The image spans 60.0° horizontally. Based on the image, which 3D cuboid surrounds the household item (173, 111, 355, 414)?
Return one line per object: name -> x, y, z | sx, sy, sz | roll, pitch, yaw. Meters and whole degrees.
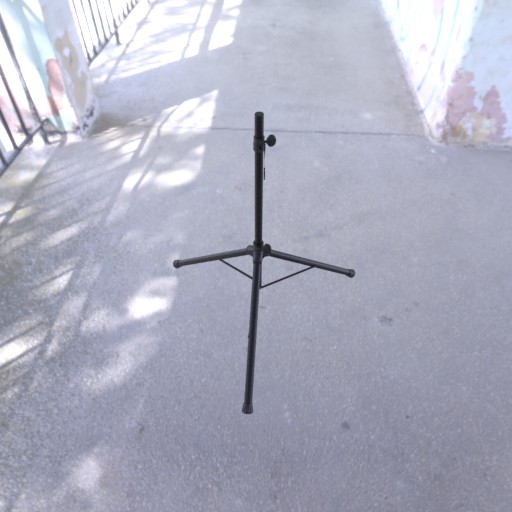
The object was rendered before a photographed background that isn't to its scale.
household item -> 0.000, 0.000, 1.869 | 1.045, 1.136, 0.907 | 4, 47, 4
